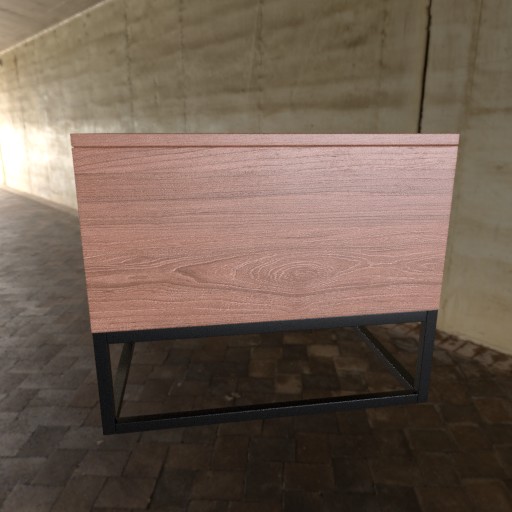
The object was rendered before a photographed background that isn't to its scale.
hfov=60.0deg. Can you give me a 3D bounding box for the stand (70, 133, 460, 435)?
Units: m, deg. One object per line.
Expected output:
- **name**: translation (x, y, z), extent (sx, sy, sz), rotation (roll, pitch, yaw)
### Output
- **stand**: translation (0.000, 0.000, 0.937), extent (0.600, 0.500, 0.420), rotation (-3, 16, -9)
